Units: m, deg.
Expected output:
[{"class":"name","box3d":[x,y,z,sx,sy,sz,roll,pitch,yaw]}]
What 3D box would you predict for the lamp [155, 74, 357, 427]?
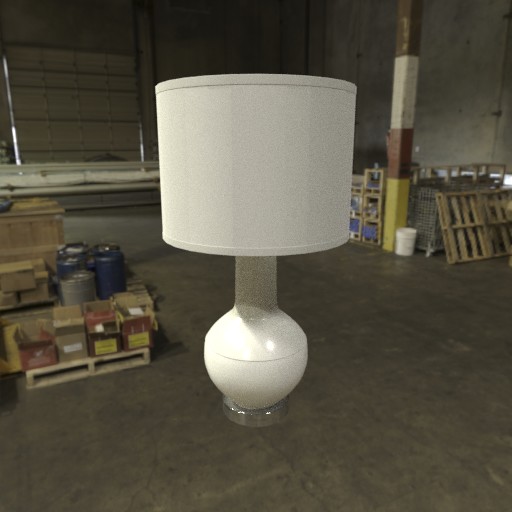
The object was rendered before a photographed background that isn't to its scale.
[{"class":"lamp","box3d":[0.000,0.000,0.877,0.357,0.673,0.357,-7,16,-26]}]
